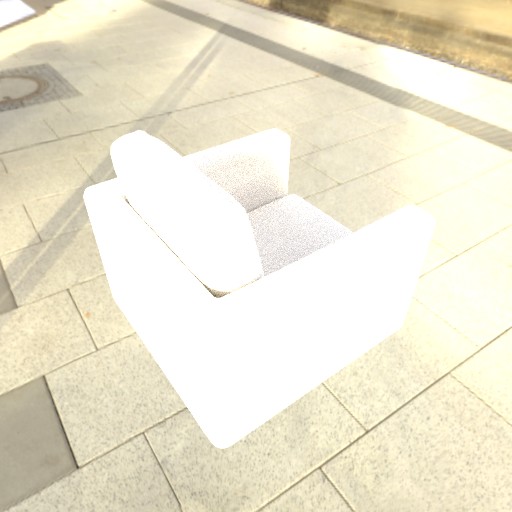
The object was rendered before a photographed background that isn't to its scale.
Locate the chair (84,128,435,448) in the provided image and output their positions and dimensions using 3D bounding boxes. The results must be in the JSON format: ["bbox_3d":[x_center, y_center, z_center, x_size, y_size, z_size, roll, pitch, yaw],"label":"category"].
[{"bbox_3d":[0.000,0.000,1.588,0.879,0.899,0.831,-25,46,-27],"label":"chair"}]
